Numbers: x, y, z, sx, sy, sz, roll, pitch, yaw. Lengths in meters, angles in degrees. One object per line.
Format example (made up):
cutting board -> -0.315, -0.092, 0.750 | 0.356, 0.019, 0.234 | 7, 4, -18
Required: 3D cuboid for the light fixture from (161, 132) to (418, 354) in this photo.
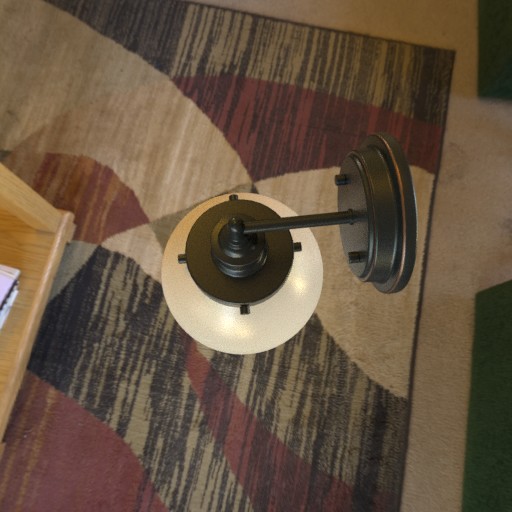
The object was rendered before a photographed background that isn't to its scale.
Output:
light fixture -> 0.000, 0.000, 0.478 | 0.230, 0.332, 0.197 | -6, 75, -2
